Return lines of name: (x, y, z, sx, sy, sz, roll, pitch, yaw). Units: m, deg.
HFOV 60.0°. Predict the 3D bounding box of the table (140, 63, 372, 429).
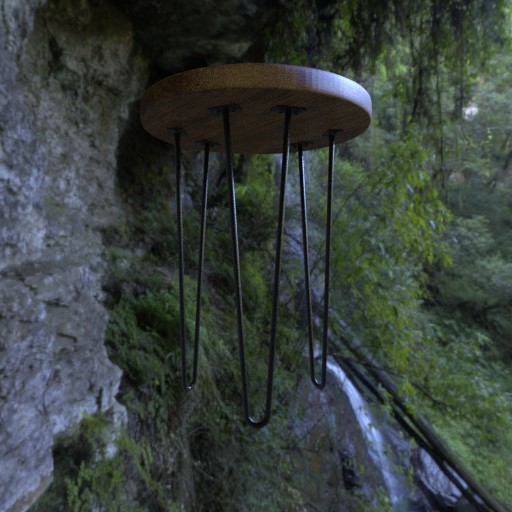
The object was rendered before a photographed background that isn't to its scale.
table: (0.000, 0.000, 0.793, 0.400, 0.520, 0.400, 0, 0, 0)
